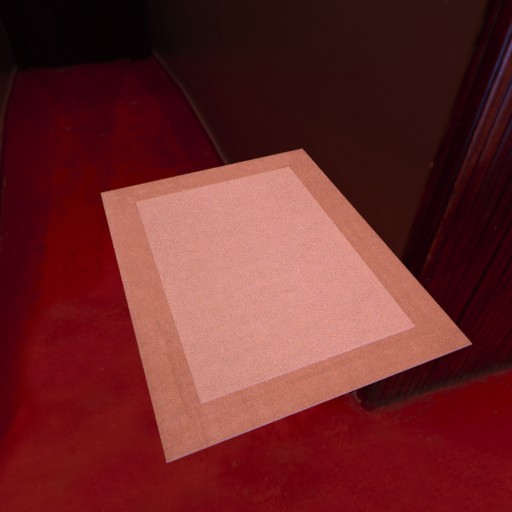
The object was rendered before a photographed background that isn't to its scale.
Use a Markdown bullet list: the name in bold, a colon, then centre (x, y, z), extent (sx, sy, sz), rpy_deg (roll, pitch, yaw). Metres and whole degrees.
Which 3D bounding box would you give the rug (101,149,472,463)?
- **rug**: centre (0.000, 0.000, 4.155), extent (2.438, 0.014, 3.048), rpy_deg (-16, 47, -15)
